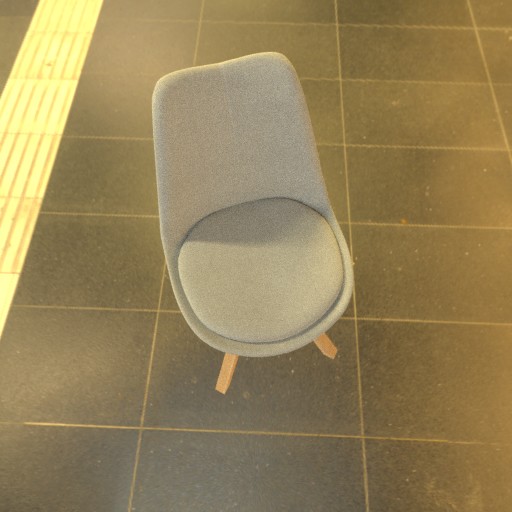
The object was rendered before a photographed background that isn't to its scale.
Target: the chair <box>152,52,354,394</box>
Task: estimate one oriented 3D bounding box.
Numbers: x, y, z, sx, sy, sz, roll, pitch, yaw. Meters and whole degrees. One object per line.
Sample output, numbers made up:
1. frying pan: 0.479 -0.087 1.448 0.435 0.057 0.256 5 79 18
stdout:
1. chair: 0.000 0.000 1.221 0.474 0.863 0.549 -16 65 -8
